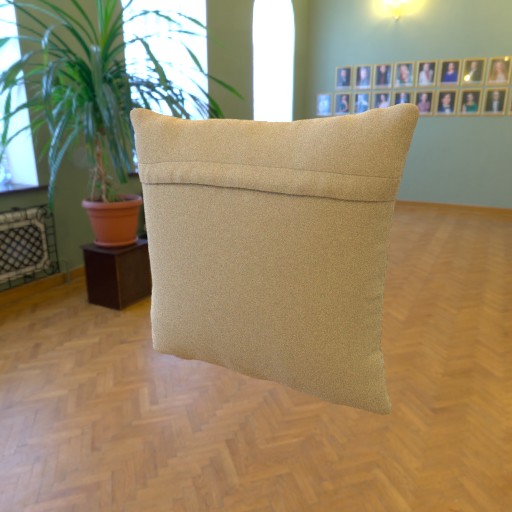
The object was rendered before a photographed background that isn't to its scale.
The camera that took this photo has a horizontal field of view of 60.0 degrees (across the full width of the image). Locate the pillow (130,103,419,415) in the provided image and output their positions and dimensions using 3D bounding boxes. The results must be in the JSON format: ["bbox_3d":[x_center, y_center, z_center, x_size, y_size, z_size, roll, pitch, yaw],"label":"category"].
[{"bbox_3d":[0.000,0.000,0.713,0.459,0.458,0.181,8,18,26],"label":"pillow"}]
